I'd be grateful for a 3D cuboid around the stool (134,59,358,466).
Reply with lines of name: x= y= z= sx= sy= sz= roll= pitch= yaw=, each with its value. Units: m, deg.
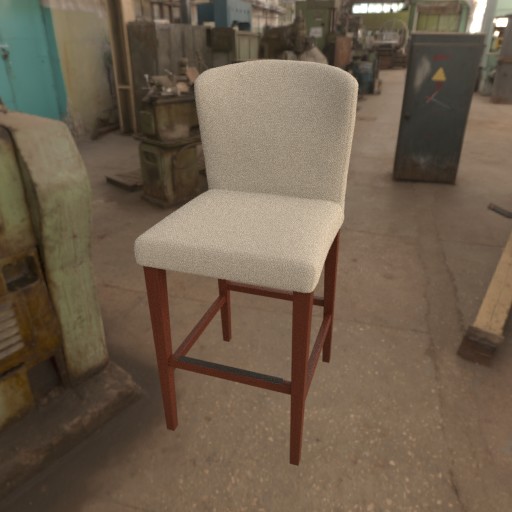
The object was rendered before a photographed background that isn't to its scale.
stool: x=0.000 y=0.000 z=1.344 sx=0.481 sy=1.069 sz=0.568 roll=8 pitch=27 yaw=17
